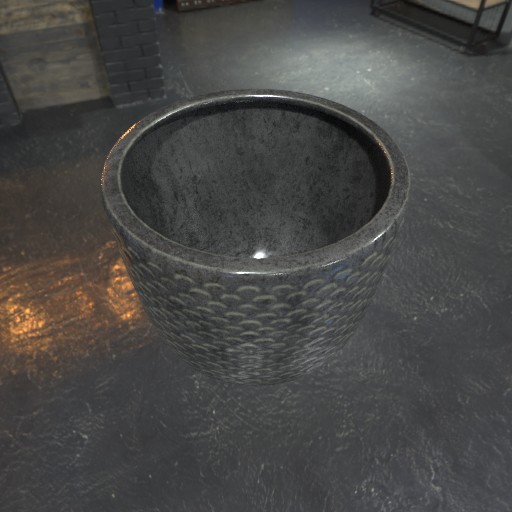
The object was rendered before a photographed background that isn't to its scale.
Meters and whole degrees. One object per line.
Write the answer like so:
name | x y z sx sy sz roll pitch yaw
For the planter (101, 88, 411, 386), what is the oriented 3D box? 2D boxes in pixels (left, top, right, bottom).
planter | 0.000 0.000 0.248 0.140 0.129 0.140 0 47 0
